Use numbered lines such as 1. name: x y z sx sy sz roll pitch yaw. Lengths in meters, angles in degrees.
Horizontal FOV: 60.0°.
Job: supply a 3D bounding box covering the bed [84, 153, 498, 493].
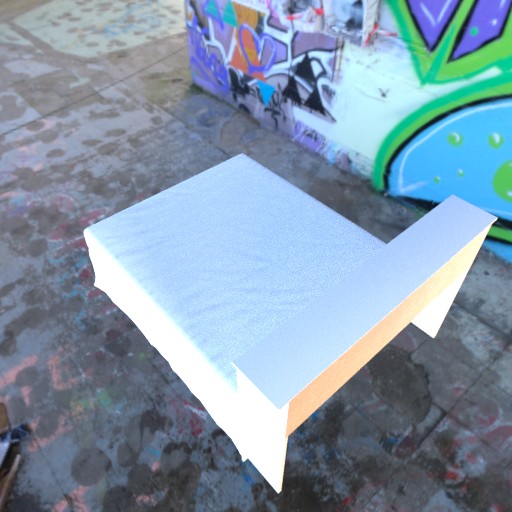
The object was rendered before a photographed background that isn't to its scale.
1. bed: 0.000 0.000 3.000 1.671 1.092 2.133 -32 54 -28
